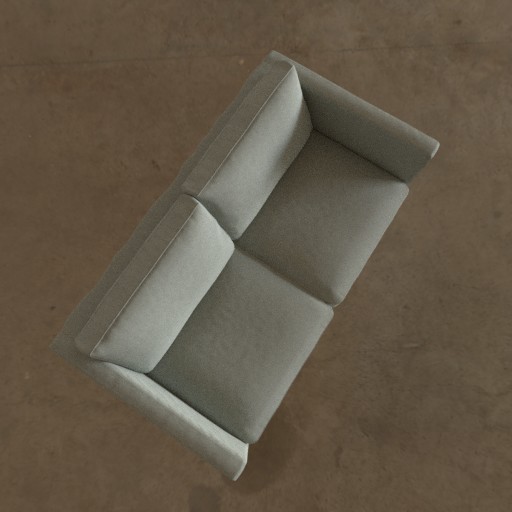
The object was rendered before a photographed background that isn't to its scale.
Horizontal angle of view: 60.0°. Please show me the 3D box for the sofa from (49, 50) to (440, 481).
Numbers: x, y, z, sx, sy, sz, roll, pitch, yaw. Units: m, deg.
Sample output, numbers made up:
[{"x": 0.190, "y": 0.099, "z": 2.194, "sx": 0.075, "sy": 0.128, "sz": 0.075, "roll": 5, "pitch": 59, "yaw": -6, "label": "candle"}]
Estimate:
[{"x": 0.000, "y": 0.000, "z": 2.185, "sx": 0.944, "sy": 0.830, "sz": 1.727, "roll": 32, "pitch": 78, "yaw": 7, "label": "sofa"}]
